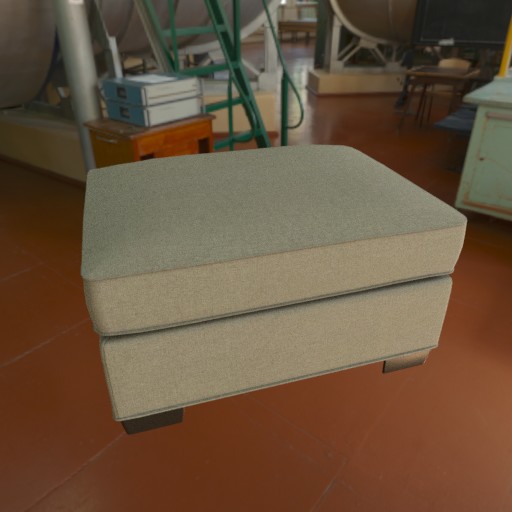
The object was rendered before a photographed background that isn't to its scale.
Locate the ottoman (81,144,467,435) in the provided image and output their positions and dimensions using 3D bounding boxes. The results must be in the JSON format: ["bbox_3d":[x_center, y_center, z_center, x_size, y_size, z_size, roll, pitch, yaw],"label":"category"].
[{"bbox_3d":[0.000,0.000,1.236,0.843,0.504,0.619,-9,32,-14],"label":"ottoman"}]
